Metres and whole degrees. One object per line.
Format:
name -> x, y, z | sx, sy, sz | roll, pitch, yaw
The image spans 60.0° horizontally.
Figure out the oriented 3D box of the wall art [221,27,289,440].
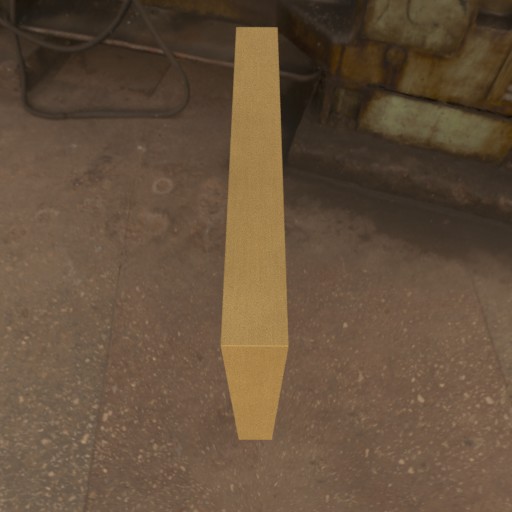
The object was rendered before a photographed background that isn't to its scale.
wall art -> 0.000, 0.000, 0.456 | 0.038, 0.305, 0.305 | 0, 58, 0
